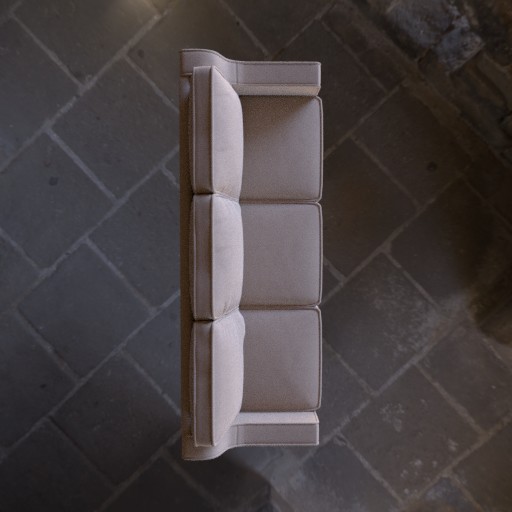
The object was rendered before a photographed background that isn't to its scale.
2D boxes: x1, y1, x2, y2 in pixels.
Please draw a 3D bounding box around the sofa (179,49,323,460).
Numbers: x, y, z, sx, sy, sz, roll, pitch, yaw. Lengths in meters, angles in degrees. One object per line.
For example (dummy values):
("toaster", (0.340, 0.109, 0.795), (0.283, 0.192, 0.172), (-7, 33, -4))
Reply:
("sofa", (0.000, 0.000, 2.577), (0.791, 0.902, 2.131), (0, 92, 0))
